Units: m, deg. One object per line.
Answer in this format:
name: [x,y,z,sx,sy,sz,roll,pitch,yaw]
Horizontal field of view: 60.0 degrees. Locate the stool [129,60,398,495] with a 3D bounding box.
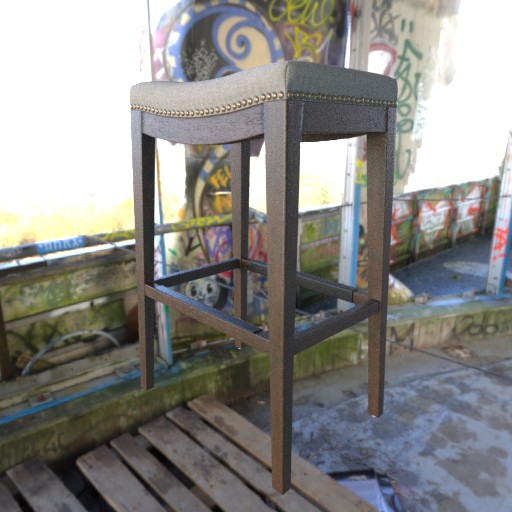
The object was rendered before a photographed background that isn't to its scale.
stool: [0.000,0.000,1.014,0.356,0.762,0.508,-15,21,-42]
